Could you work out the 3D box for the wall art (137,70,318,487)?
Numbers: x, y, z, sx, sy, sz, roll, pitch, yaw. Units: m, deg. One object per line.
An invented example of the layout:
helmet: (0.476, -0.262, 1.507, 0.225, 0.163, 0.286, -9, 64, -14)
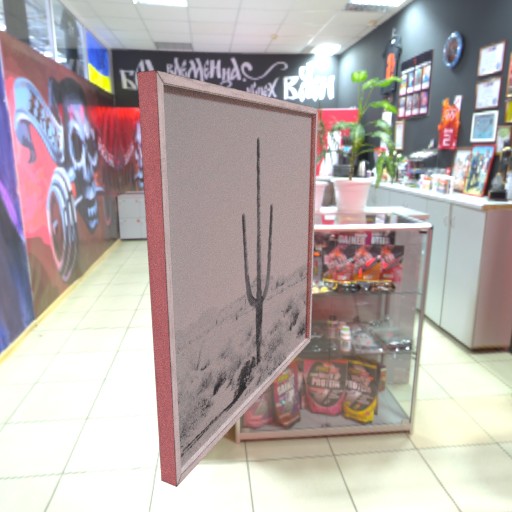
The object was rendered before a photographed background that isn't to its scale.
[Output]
wall art: (0.000, 0.000, 1.116, 0.038, 0.762, 0.762, 7, 15, 26)
